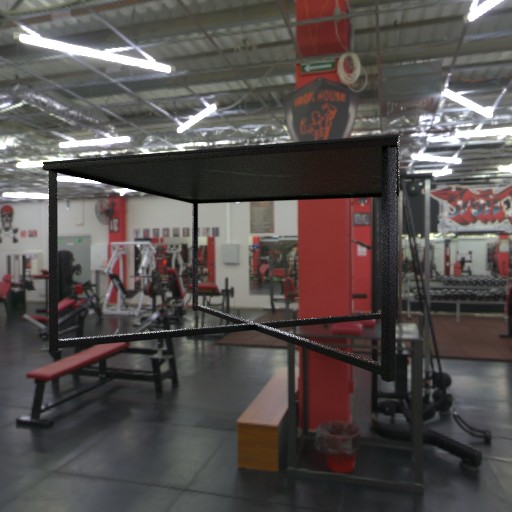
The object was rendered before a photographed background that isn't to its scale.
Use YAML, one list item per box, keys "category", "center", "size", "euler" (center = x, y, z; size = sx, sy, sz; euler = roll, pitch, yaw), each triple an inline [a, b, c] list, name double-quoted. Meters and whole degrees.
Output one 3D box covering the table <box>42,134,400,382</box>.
- category: "table"
  center: [0.000, 0.000, 1.301]
  size: [0.800, 0.450, 0.800]
  euler: [0, 1, 18]
